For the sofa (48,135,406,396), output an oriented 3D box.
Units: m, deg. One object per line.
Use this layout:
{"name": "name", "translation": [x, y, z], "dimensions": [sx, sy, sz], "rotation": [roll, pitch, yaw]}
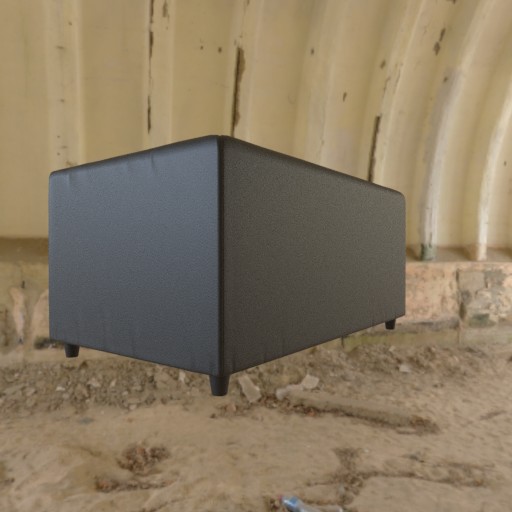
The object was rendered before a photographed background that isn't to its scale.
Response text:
{"name": "sofa", "translation": [0.000, 0.000, 1.919], "dimensions": [0.845, 0.735, 1.410], "rotation": [0, 0, 37]}
